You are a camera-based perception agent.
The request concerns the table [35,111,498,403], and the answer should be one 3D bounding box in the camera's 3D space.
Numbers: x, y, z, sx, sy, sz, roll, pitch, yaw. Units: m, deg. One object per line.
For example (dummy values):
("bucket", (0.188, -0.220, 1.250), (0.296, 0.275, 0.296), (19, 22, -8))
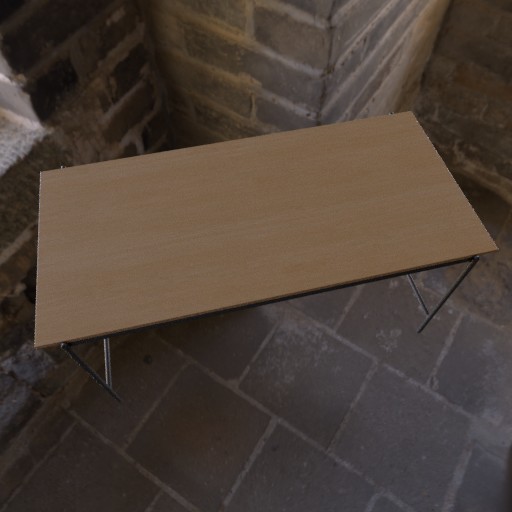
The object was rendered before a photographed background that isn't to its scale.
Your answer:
("table", (0.000, 0.000, 2.211), (1.800, 0.758, 0.900), (-11, 58, -7))
